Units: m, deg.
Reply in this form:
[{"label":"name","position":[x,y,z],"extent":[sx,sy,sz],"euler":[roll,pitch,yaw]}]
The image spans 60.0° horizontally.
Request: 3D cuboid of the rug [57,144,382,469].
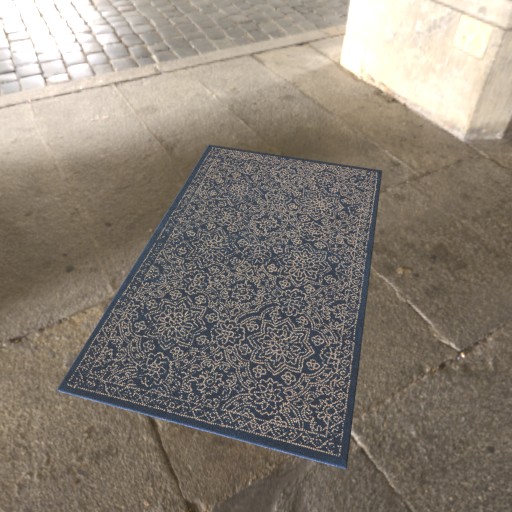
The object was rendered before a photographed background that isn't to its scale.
[{"label":"rug","position":[0.000,0.000,3.015],"extent":[1.526,0.015,2.441],"euler":[11,47,10]}]
